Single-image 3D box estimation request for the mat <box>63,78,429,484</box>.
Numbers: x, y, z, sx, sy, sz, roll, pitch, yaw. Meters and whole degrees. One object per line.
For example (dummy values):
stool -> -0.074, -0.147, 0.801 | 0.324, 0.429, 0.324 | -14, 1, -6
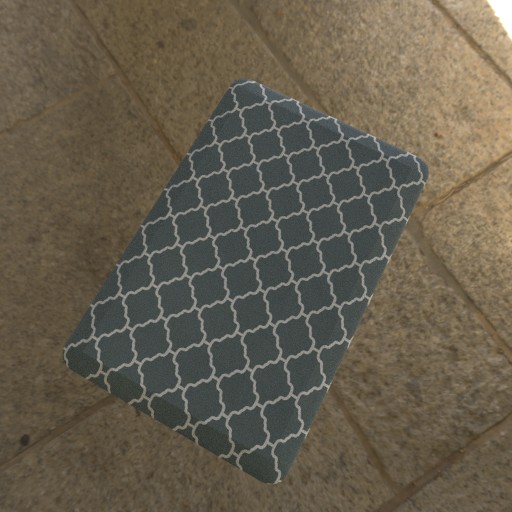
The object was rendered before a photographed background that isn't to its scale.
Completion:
mat -> 0.000, 0.000, 0.940 | 0.508, 0.021, 0.762 | 27, 77, 7
